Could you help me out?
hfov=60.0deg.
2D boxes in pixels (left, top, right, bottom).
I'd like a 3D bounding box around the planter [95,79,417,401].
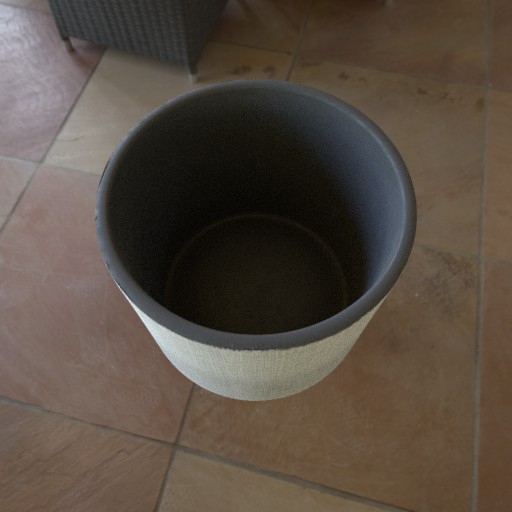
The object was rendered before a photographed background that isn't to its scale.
[{"bbox_3d":[0.000,0.000,0.396,0.226,0.201,0.226,0,64,0],"label":"planter"}]
